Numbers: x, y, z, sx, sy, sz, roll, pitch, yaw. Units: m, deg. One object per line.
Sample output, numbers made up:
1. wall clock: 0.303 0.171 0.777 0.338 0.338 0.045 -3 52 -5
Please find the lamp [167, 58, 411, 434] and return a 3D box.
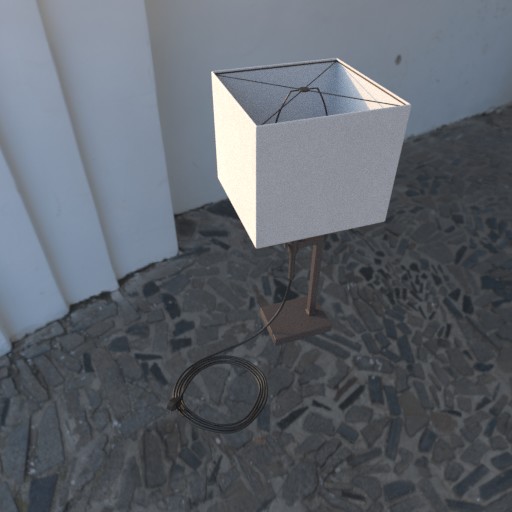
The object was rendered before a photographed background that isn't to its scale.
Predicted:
1. lamp: 0.000 0.000 0.958 0.504 0.660 0.399 -12 42 -14
